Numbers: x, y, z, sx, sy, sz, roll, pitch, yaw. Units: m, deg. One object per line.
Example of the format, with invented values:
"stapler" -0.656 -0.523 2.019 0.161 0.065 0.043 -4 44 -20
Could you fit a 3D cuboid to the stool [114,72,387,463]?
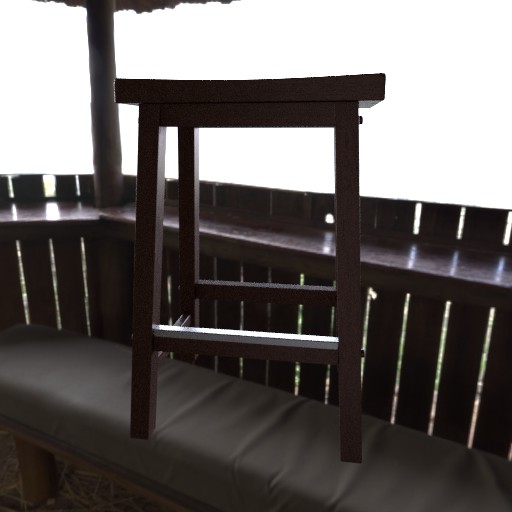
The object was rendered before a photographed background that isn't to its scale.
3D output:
"stool" 0.000 0.000 0.835 0.406 0.610 0.322 2 16 9
